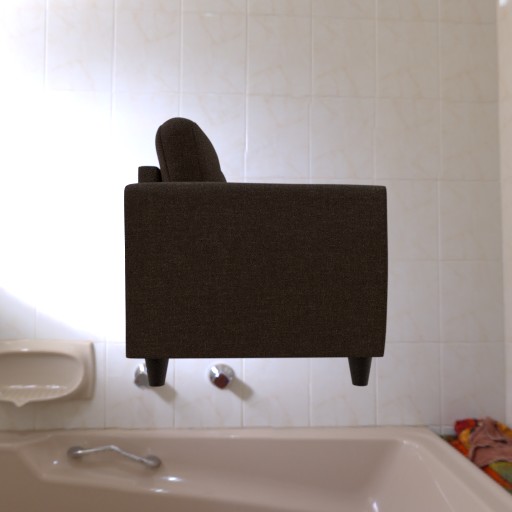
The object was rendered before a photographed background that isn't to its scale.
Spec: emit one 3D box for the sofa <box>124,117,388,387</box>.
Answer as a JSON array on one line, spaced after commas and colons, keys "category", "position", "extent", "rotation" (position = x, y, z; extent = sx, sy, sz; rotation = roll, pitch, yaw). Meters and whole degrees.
[{"category": "sofa", "position": [0.000, 0.000, 2.267], "extent": [0.837, 0.891, 1.847], "rotation": [0, -2, -1]}]
